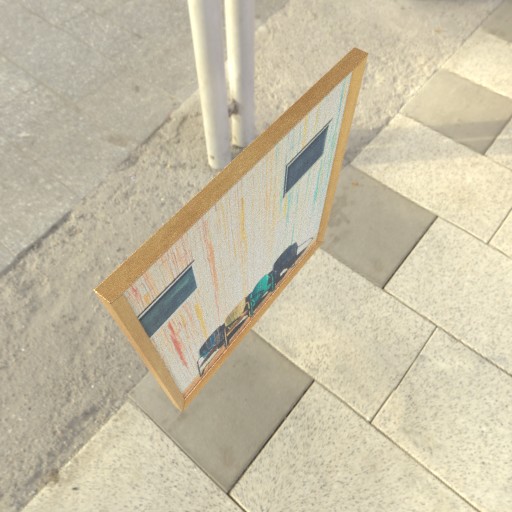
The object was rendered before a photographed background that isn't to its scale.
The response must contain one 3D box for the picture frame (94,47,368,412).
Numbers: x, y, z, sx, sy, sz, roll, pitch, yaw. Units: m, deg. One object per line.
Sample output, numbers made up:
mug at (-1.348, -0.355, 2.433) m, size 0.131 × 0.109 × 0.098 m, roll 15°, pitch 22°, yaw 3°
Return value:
picture frame at (0.000, 0.000, 1.146) m, size 0.037 × 0.761 × 0.758 m, roll 34°, pitch 65°, yaw 18°
